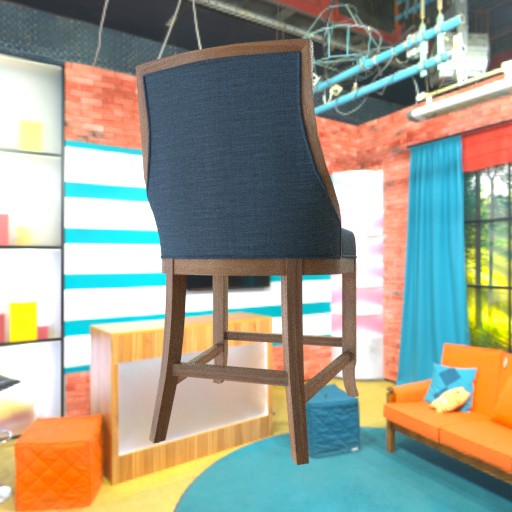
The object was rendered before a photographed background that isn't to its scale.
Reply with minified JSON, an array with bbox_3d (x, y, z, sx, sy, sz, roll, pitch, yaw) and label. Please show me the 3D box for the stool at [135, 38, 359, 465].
[{"bbox_3d":[0.000,0.000,1.284,0.524,0.938,0.626,0,0,18],"label":"stool"}]
